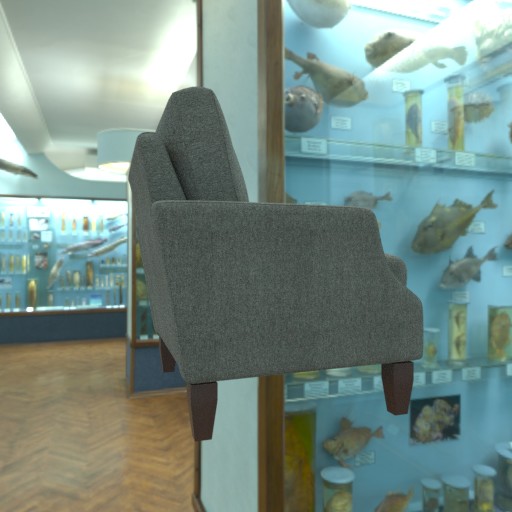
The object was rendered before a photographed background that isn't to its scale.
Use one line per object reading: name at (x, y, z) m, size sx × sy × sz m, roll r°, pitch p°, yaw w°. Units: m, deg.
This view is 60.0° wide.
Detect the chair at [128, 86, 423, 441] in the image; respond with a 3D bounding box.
chair at (0.000, 0.000, 1.649) m, size 0.897 × 0.993 × 0.855 m, roll 0°, pitch 0°, yaw -18°
